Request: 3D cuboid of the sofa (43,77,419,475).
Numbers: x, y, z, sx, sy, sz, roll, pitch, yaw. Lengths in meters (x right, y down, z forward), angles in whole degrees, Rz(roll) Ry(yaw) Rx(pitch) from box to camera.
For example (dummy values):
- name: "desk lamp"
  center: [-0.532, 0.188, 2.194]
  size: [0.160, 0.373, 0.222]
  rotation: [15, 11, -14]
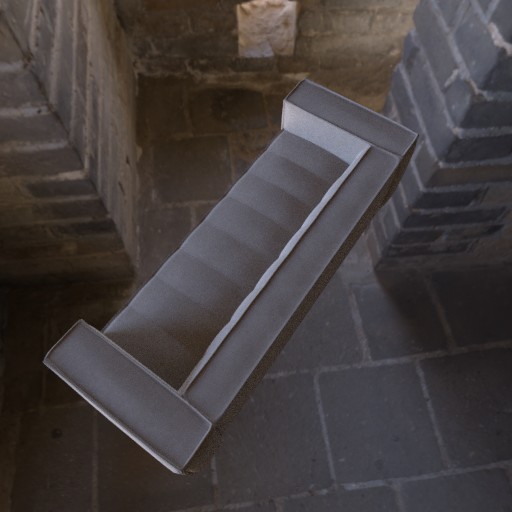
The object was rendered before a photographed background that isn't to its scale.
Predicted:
- name: "sofa"
  center: [0.000, 0.000, 3.050]
  size: [1.038, 0.680, 2.697]
  rotation: [32, 67, 15]
